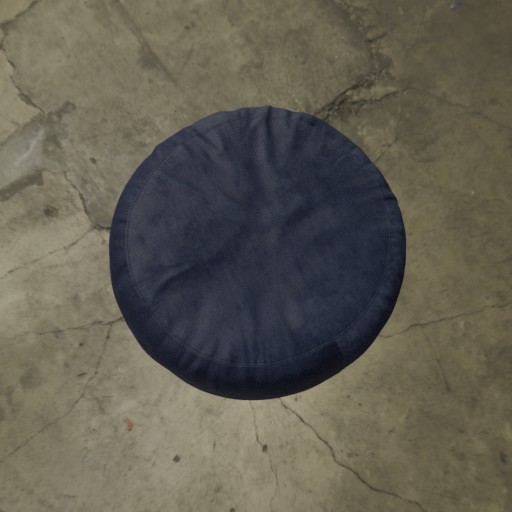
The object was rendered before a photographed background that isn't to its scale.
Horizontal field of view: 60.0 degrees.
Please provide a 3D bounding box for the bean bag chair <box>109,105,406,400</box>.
[{"bbox_3d":[0.000,0.000,1.990,1.219,0.762,1.219,0,75,0],"label":"bean bag chair"}]
